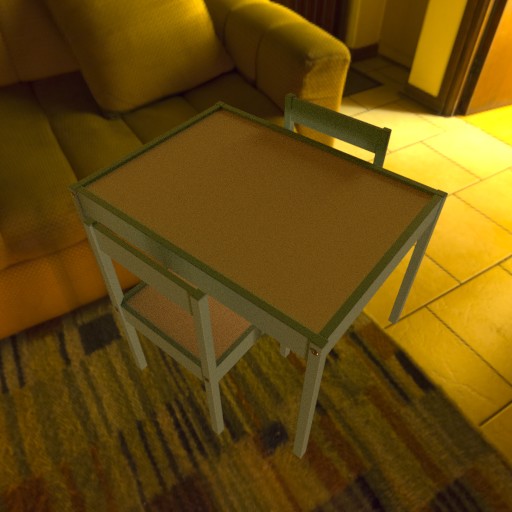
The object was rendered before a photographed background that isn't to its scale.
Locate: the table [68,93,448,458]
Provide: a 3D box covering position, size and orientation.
[{"bbox_3d":[0.000,0.000,1.076,0.639,0.503,0.633,30,53,26],"label":"table"}]
